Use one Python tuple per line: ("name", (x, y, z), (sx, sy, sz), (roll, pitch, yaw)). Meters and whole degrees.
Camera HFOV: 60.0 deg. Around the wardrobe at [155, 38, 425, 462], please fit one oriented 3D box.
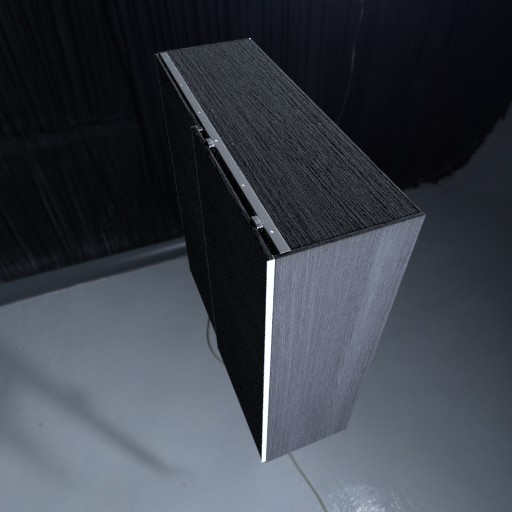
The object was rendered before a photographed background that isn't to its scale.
("wardrobe", (0.000, 0.000, 2.818), (0.629, 1.960, 1.780), (-16, 49, -15))
